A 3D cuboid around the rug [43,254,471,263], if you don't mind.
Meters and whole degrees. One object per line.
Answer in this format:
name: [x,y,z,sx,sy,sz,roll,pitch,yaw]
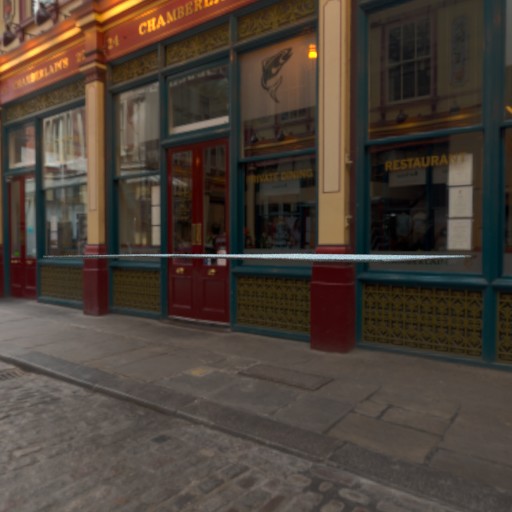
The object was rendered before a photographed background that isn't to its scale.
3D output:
rug: [0.000,0.000,2.856,2.260,0.026,1.611,0,1,36]
